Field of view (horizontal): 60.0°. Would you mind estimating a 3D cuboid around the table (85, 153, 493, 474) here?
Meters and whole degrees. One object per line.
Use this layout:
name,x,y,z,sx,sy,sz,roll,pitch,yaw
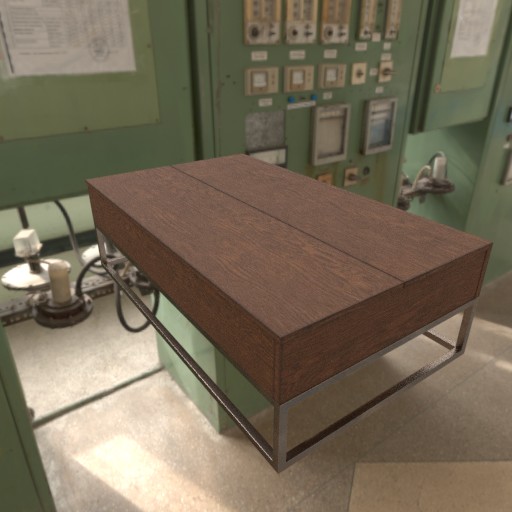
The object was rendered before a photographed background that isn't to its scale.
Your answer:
table,0.000,0.000,1.474,0.719,0.361,1.167,-18,31,-31
